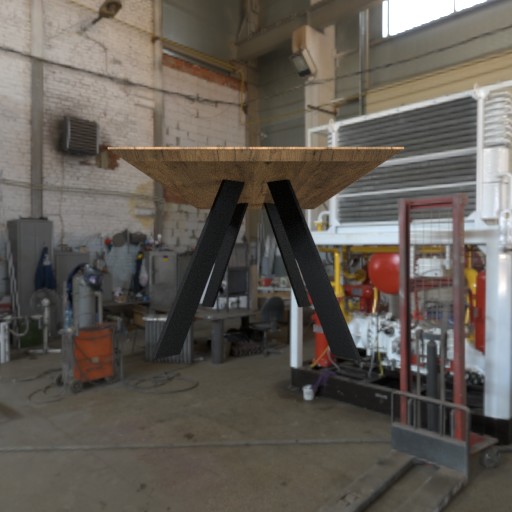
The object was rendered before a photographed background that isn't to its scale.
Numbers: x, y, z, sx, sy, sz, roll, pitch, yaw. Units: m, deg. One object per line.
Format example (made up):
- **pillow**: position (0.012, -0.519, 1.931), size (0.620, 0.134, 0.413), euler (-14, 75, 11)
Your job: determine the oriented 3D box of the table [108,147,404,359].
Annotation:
- **table**: position (0.000, 0.000, 2.503), size (1.000, 0.770, 2.000), euler (0, 1, 0)
